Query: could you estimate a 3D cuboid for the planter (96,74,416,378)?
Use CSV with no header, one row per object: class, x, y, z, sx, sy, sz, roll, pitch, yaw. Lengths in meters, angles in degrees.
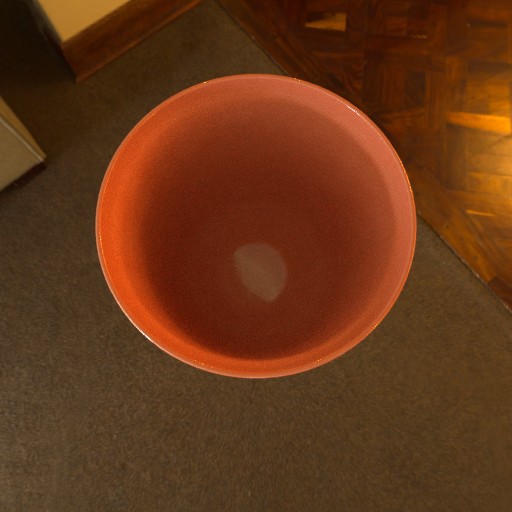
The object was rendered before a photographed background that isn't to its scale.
planter,0.000,0.000,0.372,0.195,0.214,0.195,0,76,0
